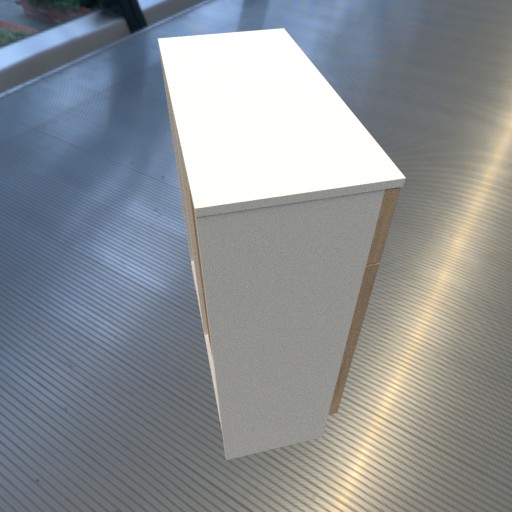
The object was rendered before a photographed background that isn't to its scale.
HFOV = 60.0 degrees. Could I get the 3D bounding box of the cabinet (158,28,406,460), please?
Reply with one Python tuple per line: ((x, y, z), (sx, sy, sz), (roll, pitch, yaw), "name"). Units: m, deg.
((0.000, 0.000, 1.065), (0.296, 0.815, 0.600), (-9, 46, -9), "cabinet")
